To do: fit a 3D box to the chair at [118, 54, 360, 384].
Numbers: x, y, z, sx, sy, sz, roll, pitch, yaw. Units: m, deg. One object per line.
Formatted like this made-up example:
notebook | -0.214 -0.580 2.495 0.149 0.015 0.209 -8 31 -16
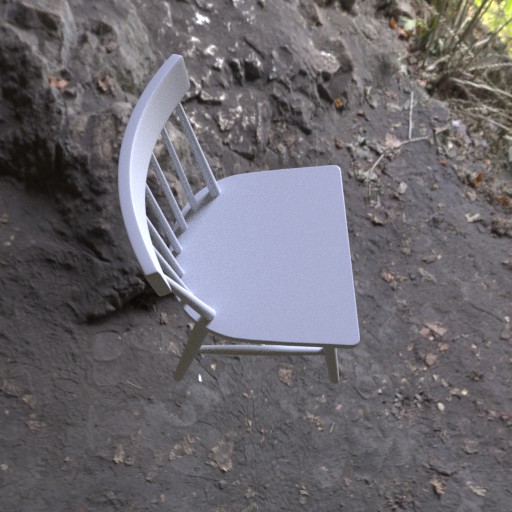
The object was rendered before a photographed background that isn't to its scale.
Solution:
chair | 0.000 0.000 1.091 0.500 0.787 0.483 0 63 0
